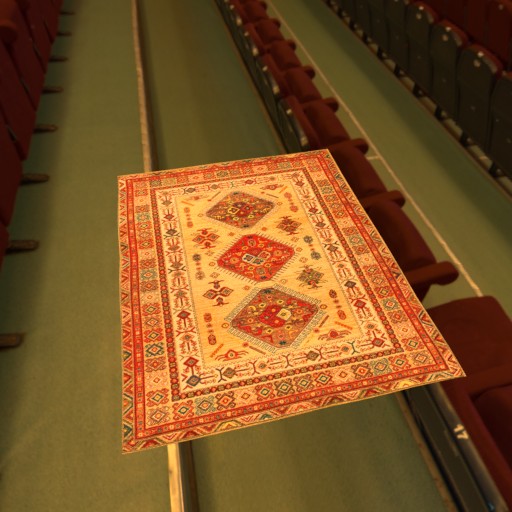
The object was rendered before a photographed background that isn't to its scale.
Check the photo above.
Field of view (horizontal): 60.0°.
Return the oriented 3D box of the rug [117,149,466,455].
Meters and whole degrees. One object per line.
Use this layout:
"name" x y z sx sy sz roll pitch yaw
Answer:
"rug" 0.000 0.000 4.068 2.460 0.005 3.067 -9 47 -9
